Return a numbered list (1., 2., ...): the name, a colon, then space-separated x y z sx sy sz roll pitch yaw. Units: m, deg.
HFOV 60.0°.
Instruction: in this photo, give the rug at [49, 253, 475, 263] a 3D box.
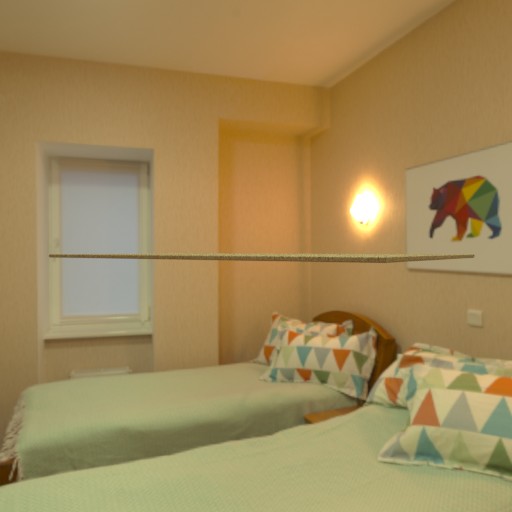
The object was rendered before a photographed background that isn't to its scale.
1. rug: 0.000 0.000 3.374 2.699 0.025 1.800 0 1 37
